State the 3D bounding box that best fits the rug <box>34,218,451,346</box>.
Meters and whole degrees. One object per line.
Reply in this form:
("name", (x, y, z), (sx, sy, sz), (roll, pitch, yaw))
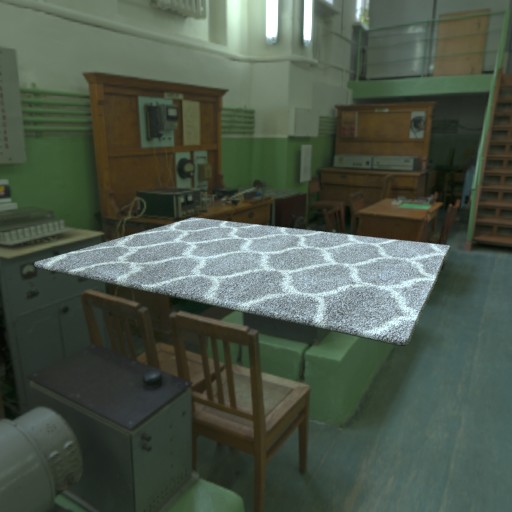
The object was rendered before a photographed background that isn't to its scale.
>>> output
("rug", (0.000, 0.000, 2.101), (1.600, 0.025, 1.200), (8, 18, 27))
